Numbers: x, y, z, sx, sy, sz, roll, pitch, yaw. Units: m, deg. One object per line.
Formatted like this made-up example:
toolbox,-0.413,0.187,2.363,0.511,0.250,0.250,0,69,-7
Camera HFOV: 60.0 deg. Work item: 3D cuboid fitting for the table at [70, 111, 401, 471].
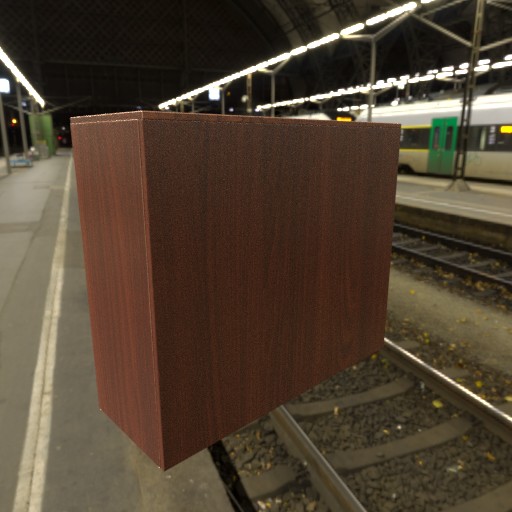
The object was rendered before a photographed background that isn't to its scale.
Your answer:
table,0.000,0.000,1.356,0.930,0.790,0.380,-13,20,-41
